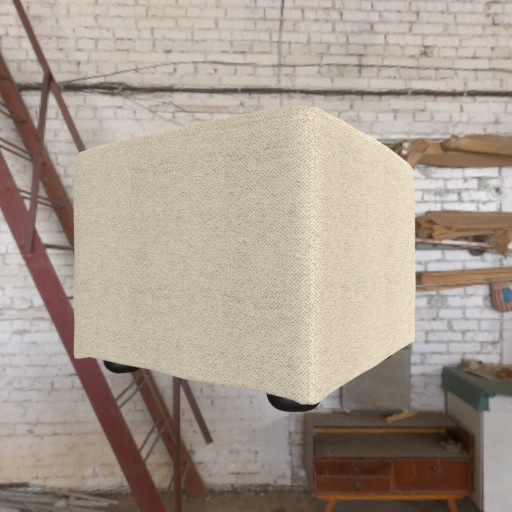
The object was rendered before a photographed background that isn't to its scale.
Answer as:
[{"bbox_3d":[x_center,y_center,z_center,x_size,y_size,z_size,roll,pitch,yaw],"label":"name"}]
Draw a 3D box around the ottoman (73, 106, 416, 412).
[{"bbox_3d":[0.000,0.000,0.910,0.521,0.453,0.512,0,0,34],"label":"ottoman"}]
